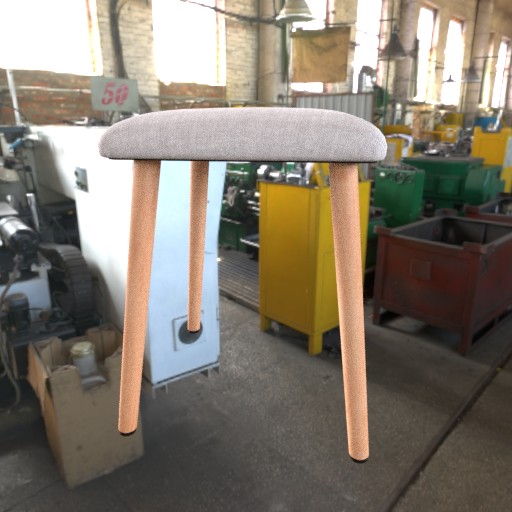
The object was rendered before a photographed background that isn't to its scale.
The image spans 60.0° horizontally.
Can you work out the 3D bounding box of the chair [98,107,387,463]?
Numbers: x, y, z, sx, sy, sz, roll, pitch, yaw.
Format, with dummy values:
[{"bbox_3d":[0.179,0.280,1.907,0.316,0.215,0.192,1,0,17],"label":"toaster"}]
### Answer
[{"bbox_3d":[0.000,0.000,0.694,0.350,0.440,0.350,3,17,9],"label":"chair"}]
